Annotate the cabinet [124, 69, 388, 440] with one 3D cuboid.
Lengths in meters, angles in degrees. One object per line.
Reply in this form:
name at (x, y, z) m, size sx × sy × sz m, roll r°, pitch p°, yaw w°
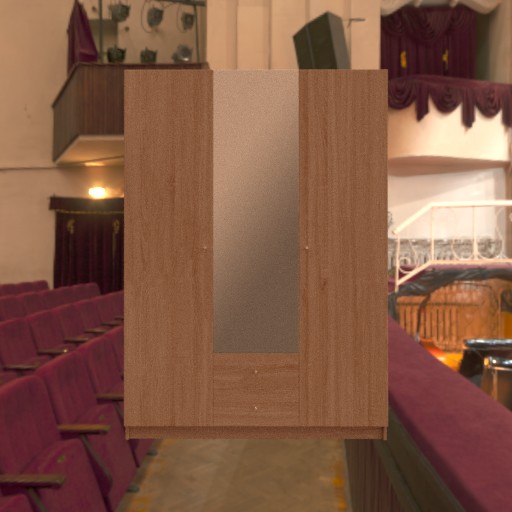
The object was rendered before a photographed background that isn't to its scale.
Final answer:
cabinet at (0.000, 0.000, 2.789) m, size 1.500 × 2.120 × 0.590 m, roll 0°, pitch 0°, yaw 0°
